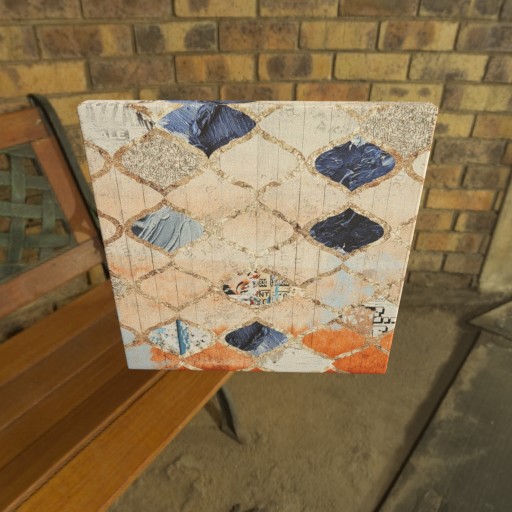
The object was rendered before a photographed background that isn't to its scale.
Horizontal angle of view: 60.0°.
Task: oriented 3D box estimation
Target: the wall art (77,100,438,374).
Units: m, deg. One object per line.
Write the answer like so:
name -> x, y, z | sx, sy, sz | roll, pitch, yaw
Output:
wall art -> 0.000, 0.000, 0.762 | 0.507, 0.508, 0.038 | 1, 30, 1
